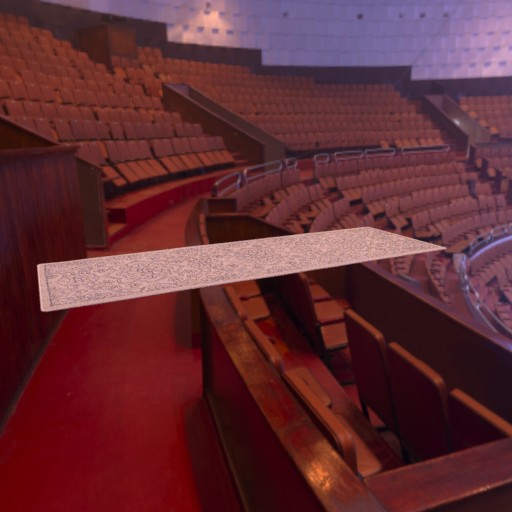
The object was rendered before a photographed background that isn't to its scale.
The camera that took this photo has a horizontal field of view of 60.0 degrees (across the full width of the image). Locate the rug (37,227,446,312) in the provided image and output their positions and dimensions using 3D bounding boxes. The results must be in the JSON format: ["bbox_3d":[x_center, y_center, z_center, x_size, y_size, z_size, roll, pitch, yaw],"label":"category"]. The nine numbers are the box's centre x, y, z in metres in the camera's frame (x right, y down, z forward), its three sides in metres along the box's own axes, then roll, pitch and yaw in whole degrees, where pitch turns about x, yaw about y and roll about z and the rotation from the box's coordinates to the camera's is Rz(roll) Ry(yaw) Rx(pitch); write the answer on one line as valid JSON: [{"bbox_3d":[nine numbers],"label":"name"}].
[{"bbox_3d":[0.000,0.000,2.743,2.431,0.006,0.806,-8,17,-26],"label":"rug"}]
